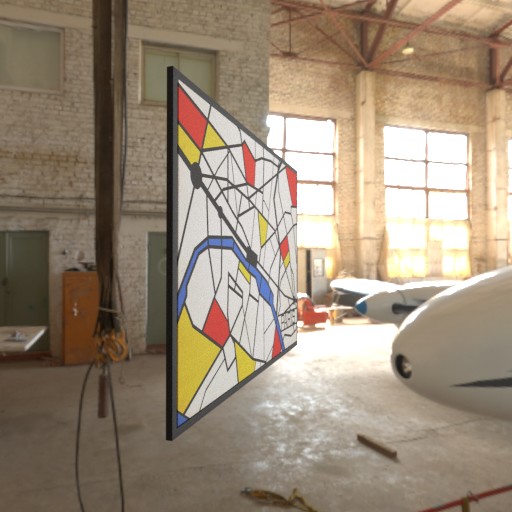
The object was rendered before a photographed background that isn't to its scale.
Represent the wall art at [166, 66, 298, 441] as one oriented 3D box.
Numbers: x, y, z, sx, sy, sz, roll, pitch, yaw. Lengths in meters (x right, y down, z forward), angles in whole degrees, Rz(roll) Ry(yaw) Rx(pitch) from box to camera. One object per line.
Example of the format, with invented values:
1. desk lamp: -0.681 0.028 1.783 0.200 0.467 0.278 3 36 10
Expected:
1. wall art: 0.000 0.000 1.243 0.013 0.665 0.963 0 -1 19
